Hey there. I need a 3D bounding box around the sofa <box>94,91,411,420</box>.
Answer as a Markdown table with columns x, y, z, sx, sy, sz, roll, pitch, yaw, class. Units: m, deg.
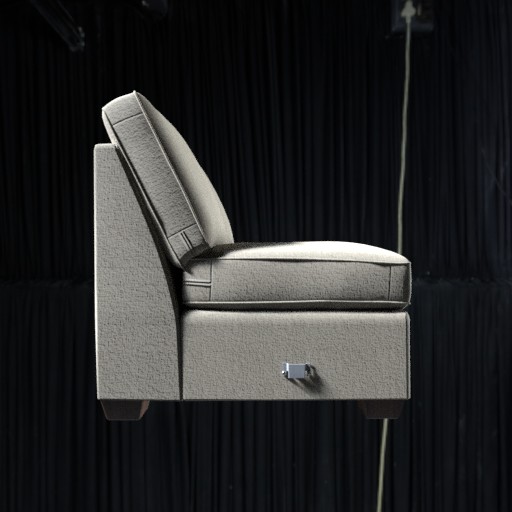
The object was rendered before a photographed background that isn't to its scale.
| x | y | z | sx | sy | sz | roll | pitch | yaw | class |
| --- | --- | --- | --- | --- | --- | --- | --- | --- | --- |
| 0.000 | 0.000 | 1.936 | 0.978 | 1.006 | 1.232 | 0 | 0 | 0 | sofa |
